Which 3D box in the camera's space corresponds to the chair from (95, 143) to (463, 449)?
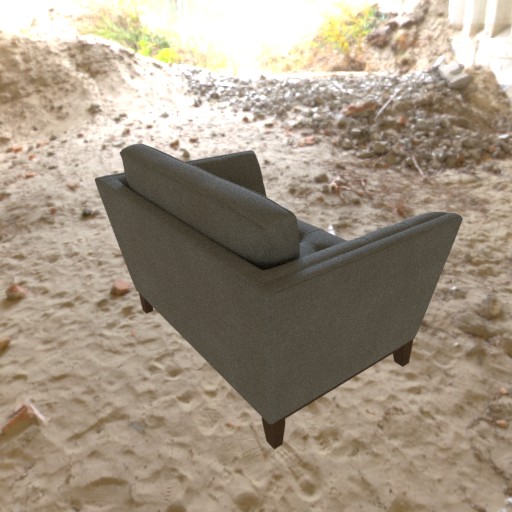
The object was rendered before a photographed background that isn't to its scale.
[{"bbox_3d":[0.000,0.000,2.081,0.965,0.942,1.396,-18,32,-33],"label":"chair"}]
